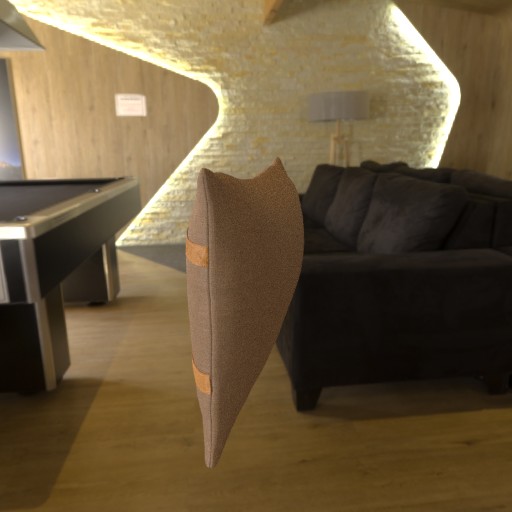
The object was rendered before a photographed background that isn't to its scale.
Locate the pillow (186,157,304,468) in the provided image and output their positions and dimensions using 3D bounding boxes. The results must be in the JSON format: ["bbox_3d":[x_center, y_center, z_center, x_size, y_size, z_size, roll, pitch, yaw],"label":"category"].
[{"bbox_3d":[0.000,0.000,0.715,0.148,0.308,0.612,2,14,9],"label":"pillow"}]
